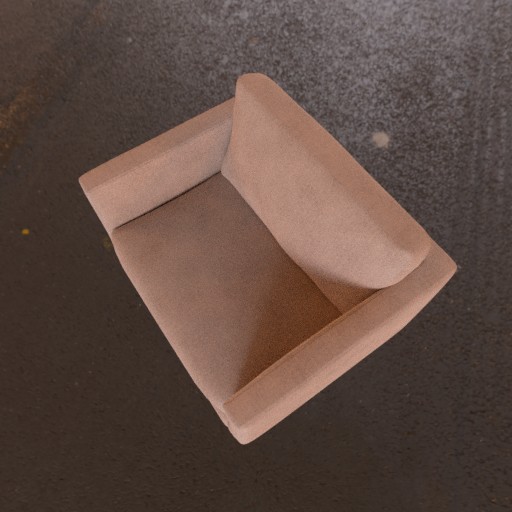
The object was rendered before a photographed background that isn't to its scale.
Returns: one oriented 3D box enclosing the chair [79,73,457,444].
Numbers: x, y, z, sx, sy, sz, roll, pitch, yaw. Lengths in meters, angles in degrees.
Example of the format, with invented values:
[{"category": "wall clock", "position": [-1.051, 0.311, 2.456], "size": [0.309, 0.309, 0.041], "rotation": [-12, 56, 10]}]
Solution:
[{"category": "chair", "position": [0.000, 0.000, 1.844], "size": [0.959, 0.961, 1.133], "rotation": [-32, 68, -15]}]
